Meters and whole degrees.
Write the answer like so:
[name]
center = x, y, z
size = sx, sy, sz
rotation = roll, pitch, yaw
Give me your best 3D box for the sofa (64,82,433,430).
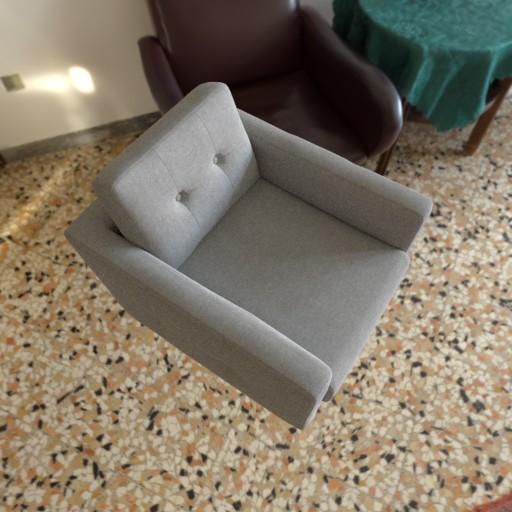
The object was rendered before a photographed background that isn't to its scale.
[sofa]
center = 0.000, 0.000, 1.538
size = 0.920, 0.860, 0.770
rotation = 30, 63, 17
